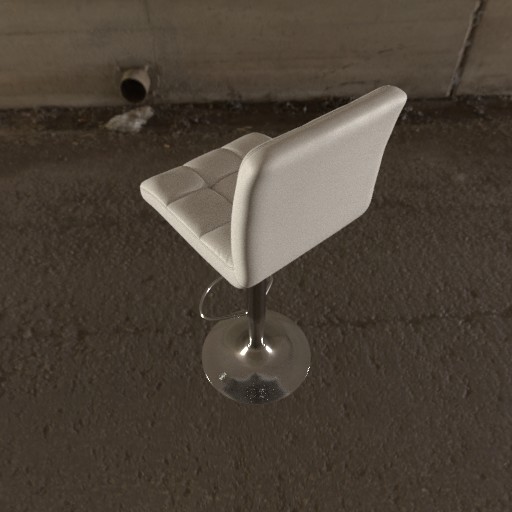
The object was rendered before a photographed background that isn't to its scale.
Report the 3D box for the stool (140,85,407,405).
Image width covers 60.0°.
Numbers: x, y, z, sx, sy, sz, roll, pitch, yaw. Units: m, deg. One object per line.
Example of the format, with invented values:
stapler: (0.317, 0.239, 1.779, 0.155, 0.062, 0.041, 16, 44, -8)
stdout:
stool: (0.000, 0.000, 1.331, 0.430, 1.115, 0.505, -32, 54, -26)
